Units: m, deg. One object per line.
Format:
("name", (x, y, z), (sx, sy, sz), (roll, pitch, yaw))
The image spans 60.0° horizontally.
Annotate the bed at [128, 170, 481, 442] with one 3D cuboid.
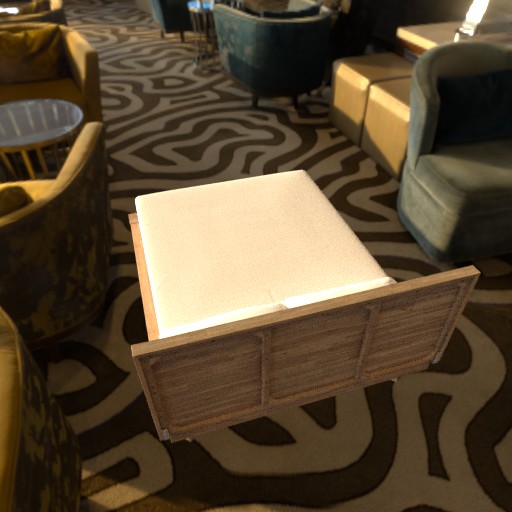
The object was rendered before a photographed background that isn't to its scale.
("bed", (0.000, 0.000, 3.200), (1.759, 1.071, 2.145), (-11, 42, -13))
